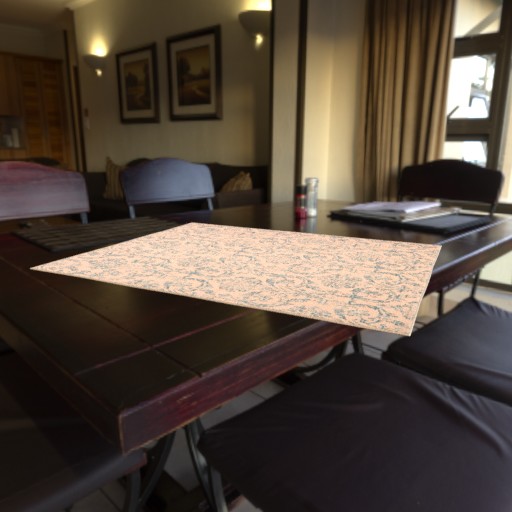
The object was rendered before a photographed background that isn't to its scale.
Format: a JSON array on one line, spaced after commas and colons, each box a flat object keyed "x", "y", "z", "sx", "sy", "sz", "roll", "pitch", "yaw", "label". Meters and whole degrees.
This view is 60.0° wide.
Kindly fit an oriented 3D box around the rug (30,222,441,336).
[{"x": 0.000, "y": 0.000, "z": 4.033, "sx": 2.980, "sy": 0.012, "sz": 2.363, "roll": 7, "pitch": 16, "yaw": 25, "label": "rug"}]
